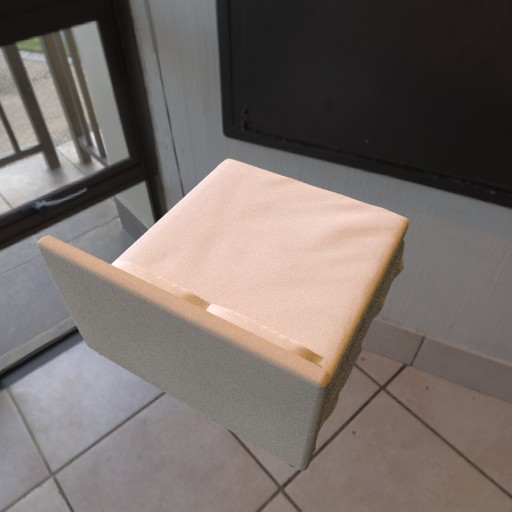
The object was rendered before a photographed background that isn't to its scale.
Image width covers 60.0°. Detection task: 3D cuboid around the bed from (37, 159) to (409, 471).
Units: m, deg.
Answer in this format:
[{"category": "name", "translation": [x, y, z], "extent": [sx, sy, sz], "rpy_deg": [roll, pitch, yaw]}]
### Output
[{"category": "bed", "translation": [0.000, 0.000, 3.657], "extent": [2.119, 1.317, 2.319], "rpy_deg": [22, 50, 20]}]
